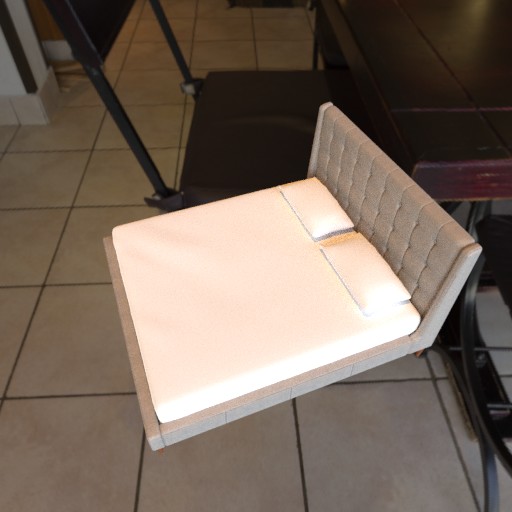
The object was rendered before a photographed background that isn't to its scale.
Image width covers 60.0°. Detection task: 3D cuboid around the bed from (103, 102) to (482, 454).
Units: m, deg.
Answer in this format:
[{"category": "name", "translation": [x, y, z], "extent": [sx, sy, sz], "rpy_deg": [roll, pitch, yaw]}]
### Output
[{"category": "bed", "translation": [0.000, 0.000, 3.639], "extent": [2.342, 1.289, 2.062], "rpy_deg": [-16, 49, -15]}]
